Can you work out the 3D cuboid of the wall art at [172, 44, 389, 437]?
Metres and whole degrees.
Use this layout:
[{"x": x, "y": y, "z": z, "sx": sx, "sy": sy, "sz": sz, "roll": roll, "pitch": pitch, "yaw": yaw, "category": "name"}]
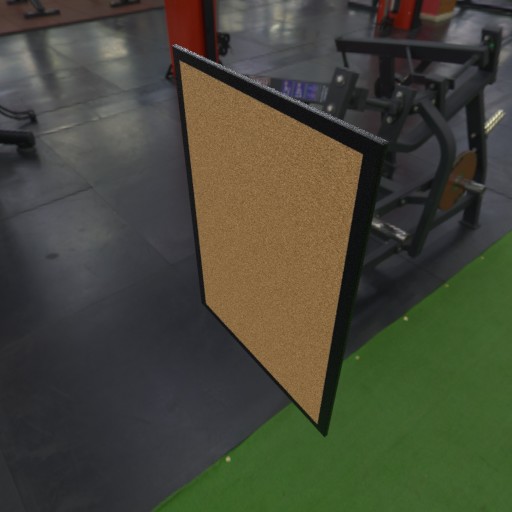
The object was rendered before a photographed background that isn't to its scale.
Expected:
[{"x": 0.000, "y": 0.000, "z": 1.256, "sx": 0.013, "sy": 0.967, "sz": 0.707, "roll": -26, "pitch": 47, "yaw": -27, "category": "wall art"}]
